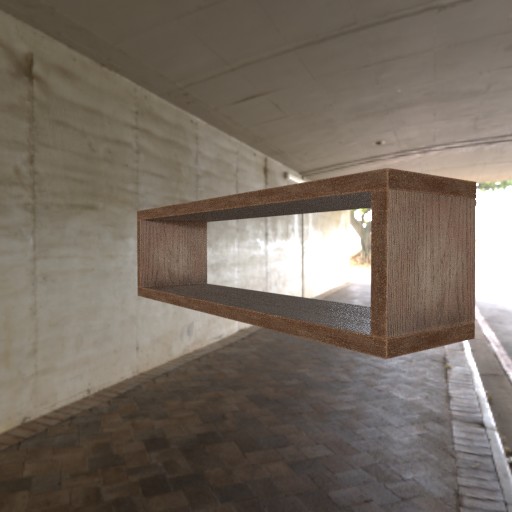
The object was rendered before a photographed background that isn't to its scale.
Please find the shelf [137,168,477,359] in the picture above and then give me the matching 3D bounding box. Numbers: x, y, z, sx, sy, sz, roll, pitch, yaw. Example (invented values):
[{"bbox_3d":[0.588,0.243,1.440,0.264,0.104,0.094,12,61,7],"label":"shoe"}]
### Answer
[{"bbox_3d":[0.000,0.000,0.685,0.150,0.170,0.610,-1,2,-36],"label":"shelf"}]
